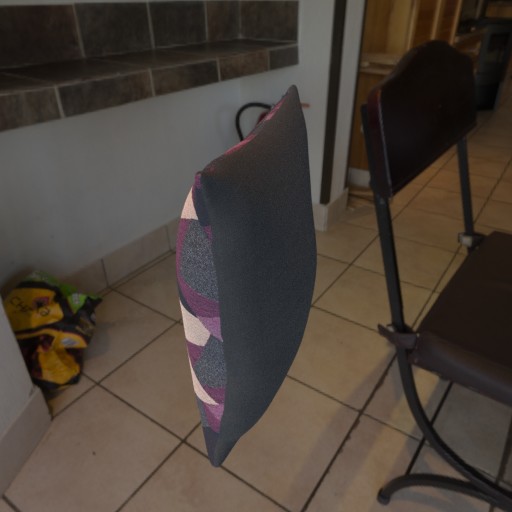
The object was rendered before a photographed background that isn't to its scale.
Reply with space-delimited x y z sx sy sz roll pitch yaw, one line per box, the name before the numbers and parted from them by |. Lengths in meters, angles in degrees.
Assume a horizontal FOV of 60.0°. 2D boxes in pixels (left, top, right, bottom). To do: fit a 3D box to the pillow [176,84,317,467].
pillow | 0.000 0.000 0.779 0.208 0.496 0.503 8 32 14
